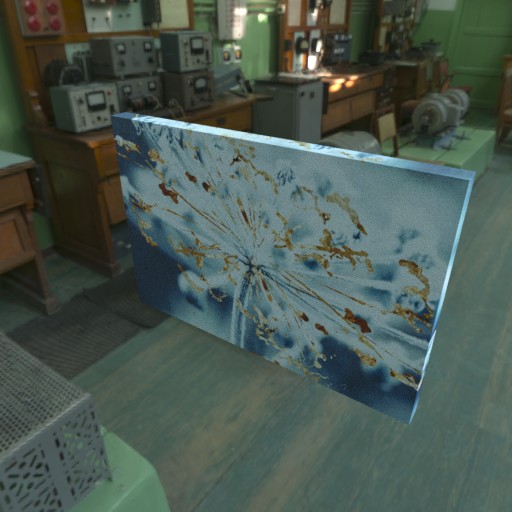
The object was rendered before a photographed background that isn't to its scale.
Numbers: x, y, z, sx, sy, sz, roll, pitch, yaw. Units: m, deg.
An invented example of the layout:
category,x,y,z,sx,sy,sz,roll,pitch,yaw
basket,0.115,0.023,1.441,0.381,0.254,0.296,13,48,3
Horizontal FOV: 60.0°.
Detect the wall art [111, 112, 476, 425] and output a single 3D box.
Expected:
category,x,y,z,sx,sy,sz,roll,pitch,yaw
wall art,0.000,0.000,0.762,0.607,0.405,0.036,18,34,29
